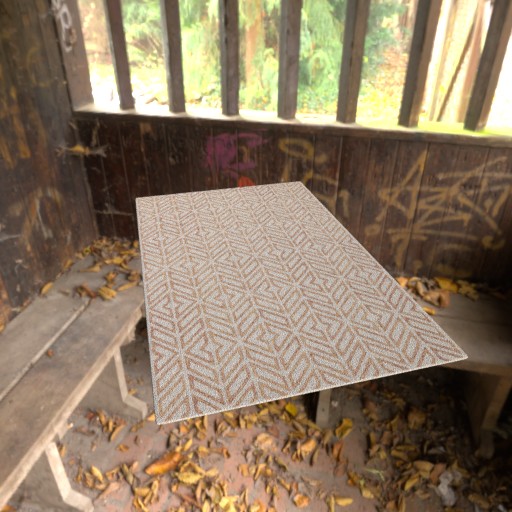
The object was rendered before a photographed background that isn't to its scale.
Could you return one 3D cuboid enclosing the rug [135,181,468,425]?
[{"bbox_3d":[0.000,0.000,3.026,1.523,0.008,2.438,-8,32,-13],"label":"rug"}]
